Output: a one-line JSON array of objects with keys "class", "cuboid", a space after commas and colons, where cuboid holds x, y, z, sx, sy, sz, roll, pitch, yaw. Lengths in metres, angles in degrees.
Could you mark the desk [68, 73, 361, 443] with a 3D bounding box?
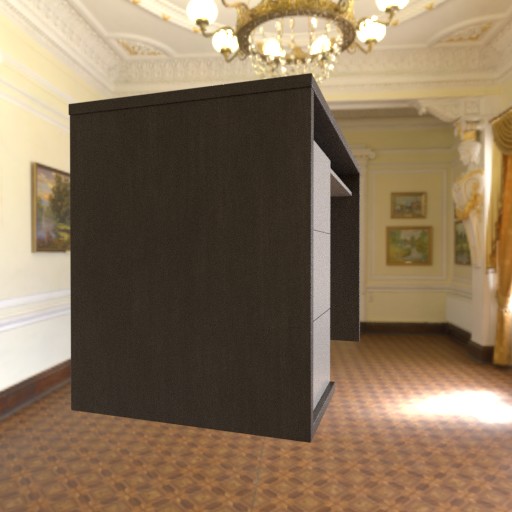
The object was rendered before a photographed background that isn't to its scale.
[{"class": "desk", "cuboid": [0.000, 0.000, 1.511, 0.600, 0.750, 1.100, 0, 1, 18]}]
